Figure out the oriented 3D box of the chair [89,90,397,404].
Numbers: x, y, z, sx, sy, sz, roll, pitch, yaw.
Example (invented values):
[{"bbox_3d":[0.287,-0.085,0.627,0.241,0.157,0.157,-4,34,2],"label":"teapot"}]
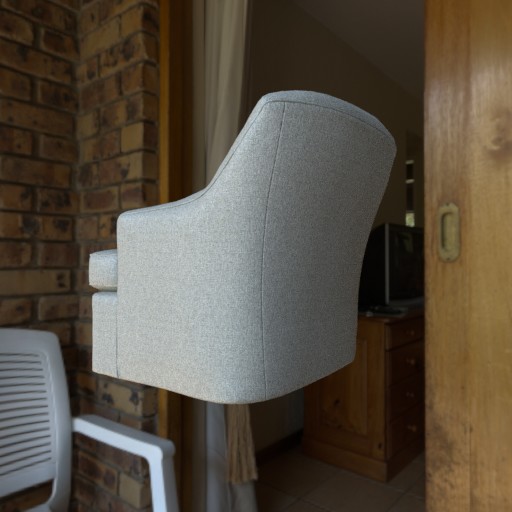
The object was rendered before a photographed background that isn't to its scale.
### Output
[{"bbox_3d":[0.000,0.000,1.594,0.923,0.856,0.864,0,-1,34],"label":"chair"}]
